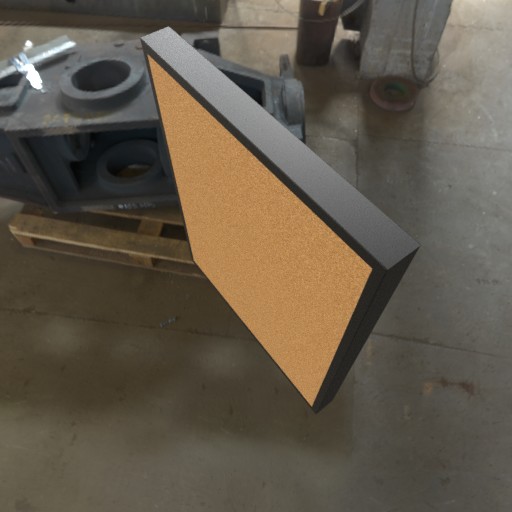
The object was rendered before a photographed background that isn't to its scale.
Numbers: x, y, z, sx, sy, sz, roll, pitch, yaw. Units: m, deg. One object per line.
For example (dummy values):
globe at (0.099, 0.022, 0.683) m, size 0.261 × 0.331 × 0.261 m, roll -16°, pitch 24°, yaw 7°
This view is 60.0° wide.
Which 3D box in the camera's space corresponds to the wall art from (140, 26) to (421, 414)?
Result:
wall art at (0.000, 0.000, 0.484) m, size 0.030 × 0.369 × 0.294 m, roll -33°, pitch 63°, yaw -19°
